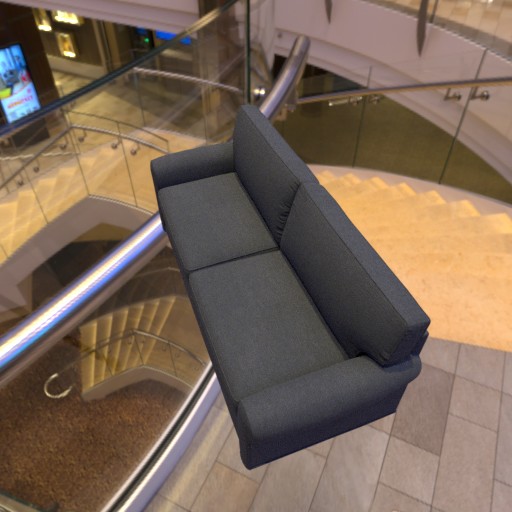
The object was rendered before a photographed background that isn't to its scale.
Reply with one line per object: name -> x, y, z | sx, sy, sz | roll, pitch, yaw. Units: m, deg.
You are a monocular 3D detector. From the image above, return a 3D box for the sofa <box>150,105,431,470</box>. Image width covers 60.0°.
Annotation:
sofa -> 0.000, 0.000, 2.905 | 0.954, 1.026, 2.391 | -15, 46, -15
